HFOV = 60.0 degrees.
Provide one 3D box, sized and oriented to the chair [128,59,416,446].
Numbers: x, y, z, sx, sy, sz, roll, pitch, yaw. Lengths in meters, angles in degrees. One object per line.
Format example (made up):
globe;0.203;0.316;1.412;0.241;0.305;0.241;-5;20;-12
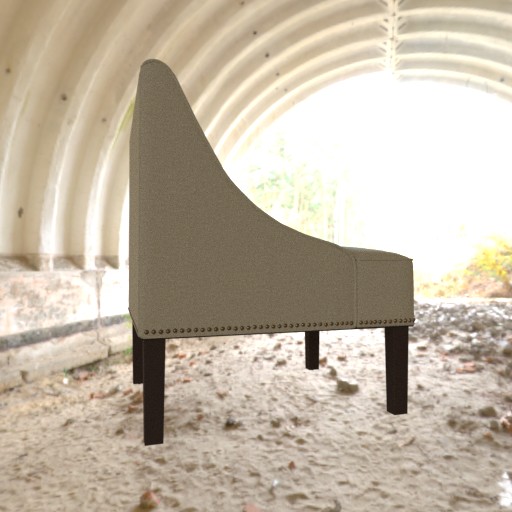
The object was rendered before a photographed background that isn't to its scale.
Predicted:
chair;0.000;0.000;1.364;0.737;0.864;0.610;0;-1;-18
